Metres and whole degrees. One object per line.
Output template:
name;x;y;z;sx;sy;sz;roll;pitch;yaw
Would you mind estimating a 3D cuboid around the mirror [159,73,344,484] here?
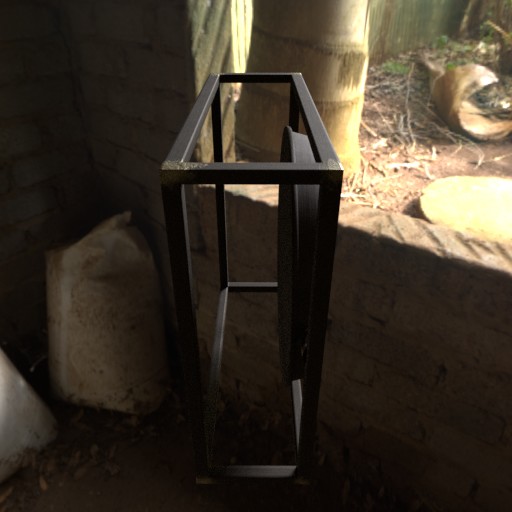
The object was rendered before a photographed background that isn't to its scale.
mirror;0.000;0.000;0.457;0.107;0.303;0.306;0;32;0
